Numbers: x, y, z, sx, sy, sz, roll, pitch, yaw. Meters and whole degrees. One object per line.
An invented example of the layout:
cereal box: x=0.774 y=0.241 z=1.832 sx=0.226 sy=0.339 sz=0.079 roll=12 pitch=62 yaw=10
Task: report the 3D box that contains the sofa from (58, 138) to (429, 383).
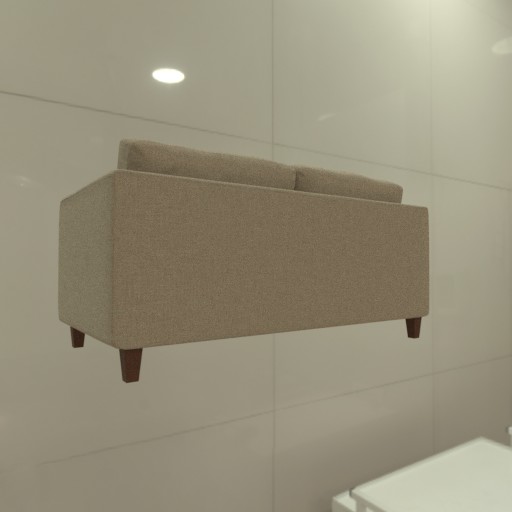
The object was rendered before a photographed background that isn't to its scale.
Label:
sofa: x=0.000 y=0.000 z=2.452 sx=1.884 sy=0.947 sz=0.951 roll=1 pitch=-1 yaw=-35
